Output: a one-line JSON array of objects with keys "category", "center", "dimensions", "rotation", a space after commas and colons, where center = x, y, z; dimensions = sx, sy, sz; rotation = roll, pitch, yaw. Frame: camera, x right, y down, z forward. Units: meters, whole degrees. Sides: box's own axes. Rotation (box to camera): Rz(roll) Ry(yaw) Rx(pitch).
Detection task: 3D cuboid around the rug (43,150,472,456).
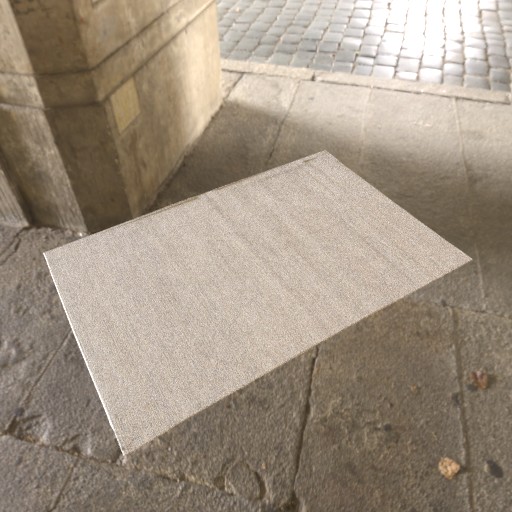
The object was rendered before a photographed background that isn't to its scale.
[{"category": "rug", "center": [0.000, 0.000, 2.230], "dimensions": [1.820, 0.022, 1.179], "rotation": [-24, 50, -21]}]
